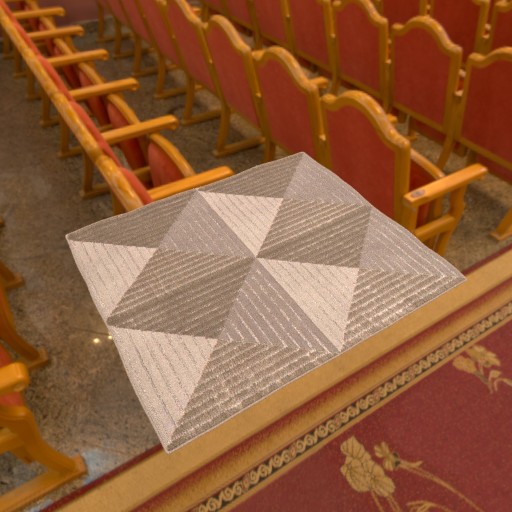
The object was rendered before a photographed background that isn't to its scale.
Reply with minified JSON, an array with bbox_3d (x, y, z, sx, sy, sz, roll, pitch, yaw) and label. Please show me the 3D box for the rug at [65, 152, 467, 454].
[{"bbox_3d":[0.000,0.000,0.911,0.642,0.008,0.551,-24,50,-22],"label":"rug"}]
